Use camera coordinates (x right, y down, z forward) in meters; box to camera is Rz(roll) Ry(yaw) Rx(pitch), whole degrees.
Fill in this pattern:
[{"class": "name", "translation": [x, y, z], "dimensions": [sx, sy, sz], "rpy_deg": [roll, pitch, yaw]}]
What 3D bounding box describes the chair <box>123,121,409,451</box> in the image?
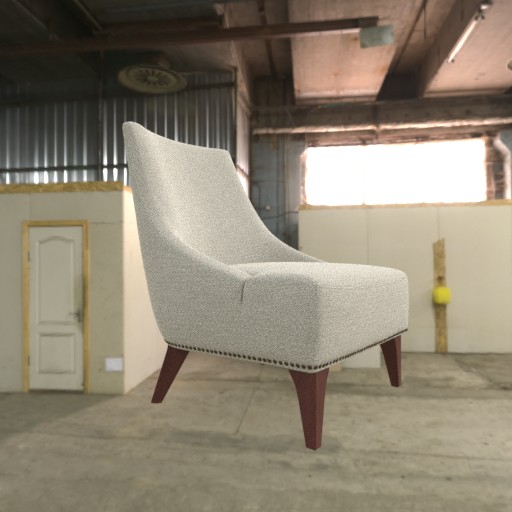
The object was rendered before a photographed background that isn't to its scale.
[{"class": "chair", "translation": [0.000, 0.000, 1.508], "dimensions": [0.861, 0.909, 0.701], "rpy_deg": [0, 0, 35]}]
